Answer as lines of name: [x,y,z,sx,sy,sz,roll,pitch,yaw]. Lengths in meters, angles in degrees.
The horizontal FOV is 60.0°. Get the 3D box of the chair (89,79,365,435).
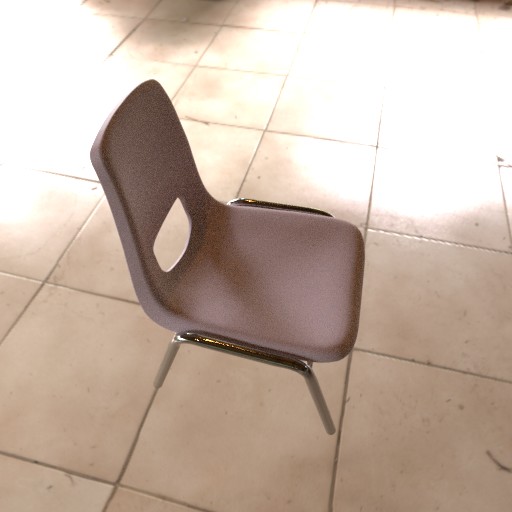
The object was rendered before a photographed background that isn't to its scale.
chair: [0.000,0.000,0.767,0.385,0.536,0.354,10,50,9]
